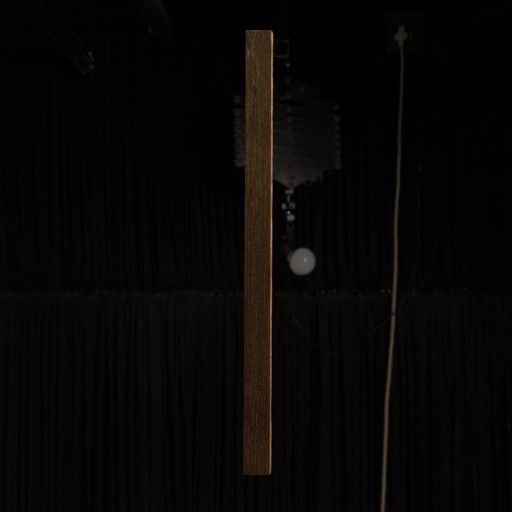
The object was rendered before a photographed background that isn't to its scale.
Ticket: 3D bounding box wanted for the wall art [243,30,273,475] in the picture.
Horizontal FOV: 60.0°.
[{"bbox_3d":[0.000,0.000,0.904,0.042,0.608,0.611,0,-1,-1],"label":"wall art"}]
